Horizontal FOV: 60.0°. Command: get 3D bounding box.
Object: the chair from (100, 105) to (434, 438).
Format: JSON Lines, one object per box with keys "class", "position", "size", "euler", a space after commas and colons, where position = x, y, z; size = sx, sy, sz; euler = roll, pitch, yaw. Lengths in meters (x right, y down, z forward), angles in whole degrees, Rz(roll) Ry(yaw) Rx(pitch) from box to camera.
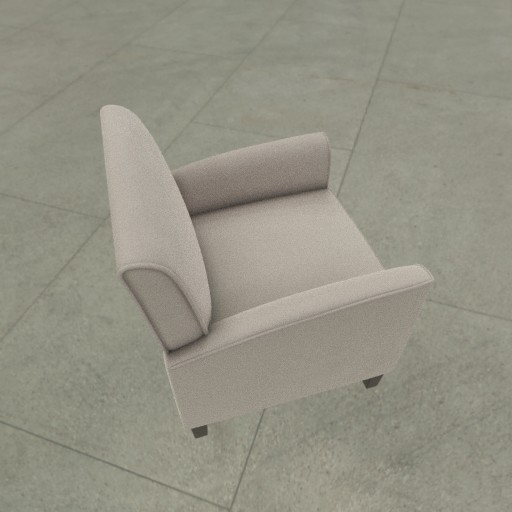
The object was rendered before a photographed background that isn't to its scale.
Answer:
{"class": "chair", "position": [0.000, 0.000, 1.544], "size": [0.820, 0.915, 0.820], "euler": [-12, 48, -11]}
